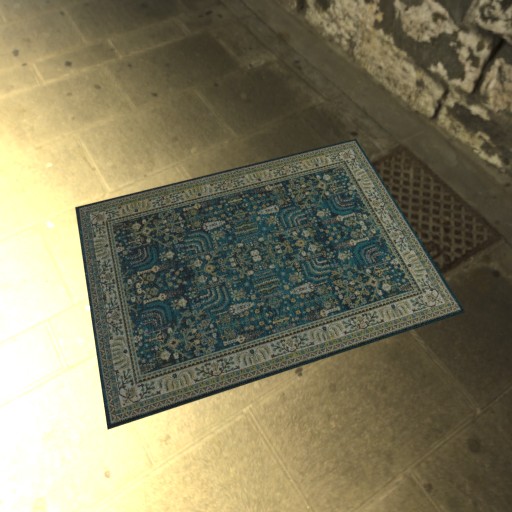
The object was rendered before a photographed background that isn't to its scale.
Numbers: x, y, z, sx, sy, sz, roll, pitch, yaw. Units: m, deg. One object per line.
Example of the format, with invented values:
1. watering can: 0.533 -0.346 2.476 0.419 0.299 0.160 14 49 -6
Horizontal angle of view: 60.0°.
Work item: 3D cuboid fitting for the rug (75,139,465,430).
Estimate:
1. rug: 0.000 0.000 2.971 2.213 0.013 1.594 -16 60 -10
